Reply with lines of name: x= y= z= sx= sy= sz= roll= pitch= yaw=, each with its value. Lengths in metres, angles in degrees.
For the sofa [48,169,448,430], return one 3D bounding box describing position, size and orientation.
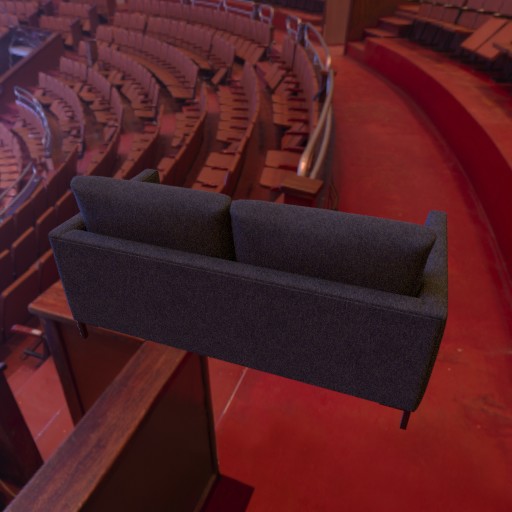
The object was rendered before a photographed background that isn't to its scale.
sofa: x=0.000 y=0.000 z=2.179 sx=1.716 sy=0.862 sz=0.866 roll=11 pitch=34 yaw=17
